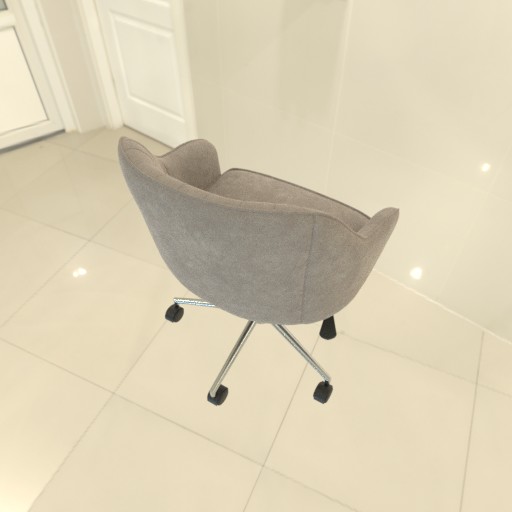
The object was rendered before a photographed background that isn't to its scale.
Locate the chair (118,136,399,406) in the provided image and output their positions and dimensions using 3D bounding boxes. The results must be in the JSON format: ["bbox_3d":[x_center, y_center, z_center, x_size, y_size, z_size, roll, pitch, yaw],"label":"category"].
[{"bbox_3d":[0.000,0.000,1.253,0.635,0.831,0.573,24,51,21],"label":"chair"}]
